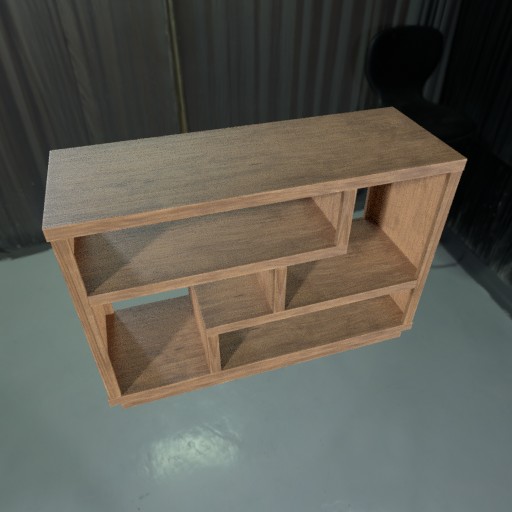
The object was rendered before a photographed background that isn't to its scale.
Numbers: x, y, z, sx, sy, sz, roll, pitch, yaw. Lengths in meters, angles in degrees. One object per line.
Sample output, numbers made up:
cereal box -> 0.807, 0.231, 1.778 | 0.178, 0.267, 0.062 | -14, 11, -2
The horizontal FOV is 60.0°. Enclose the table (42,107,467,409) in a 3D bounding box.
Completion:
table -> 0.000, 0.000, 1.540 | 1.151, 0.771, 0.410 | -11, 41, -13
